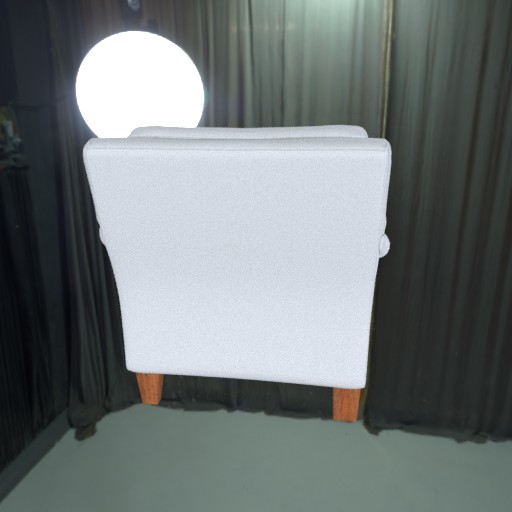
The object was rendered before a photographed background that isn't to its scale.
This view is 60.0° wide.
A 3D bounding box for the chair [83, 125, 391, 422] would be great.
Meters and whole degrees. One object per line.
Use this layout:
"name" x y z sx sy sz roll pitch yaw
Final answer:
"chair" 0.000 0.000 1.846 0.955 1.038 1.070 2 16 8
